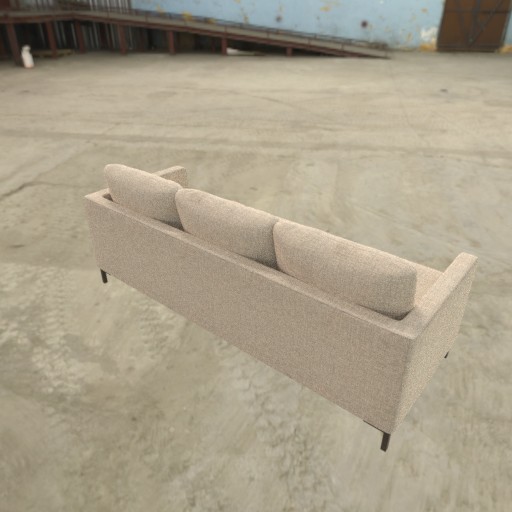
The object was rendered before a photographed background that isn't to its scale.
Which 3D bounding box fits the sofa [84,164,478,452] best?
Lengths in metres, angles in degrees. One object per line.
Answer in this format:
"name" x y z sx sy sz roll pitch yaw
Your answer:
"sofa" 0.000 0.000 2.642 2.218 0.874 0.859 22 37 33
